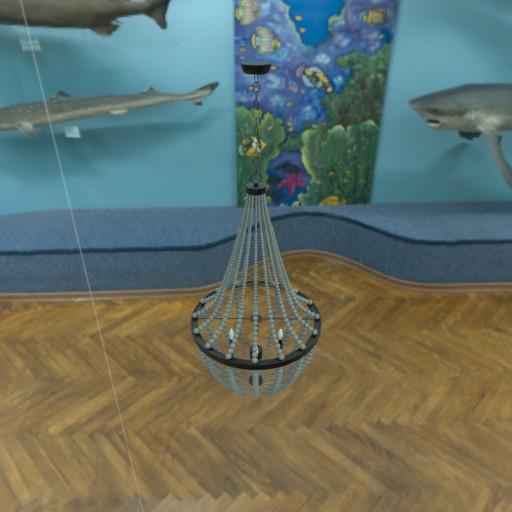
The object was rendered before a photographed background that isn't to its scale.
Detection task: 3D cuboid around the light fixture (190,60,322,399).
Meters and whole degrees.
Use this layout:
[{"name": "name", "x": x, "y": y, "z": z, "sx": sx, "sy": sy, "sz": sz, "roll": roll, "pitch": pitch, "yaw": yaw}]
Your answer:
[{"name": "light fixture", "x": 0.000, "y": 0.000, "z": 1.404, "sx": 0.450, "sy": 1.133, "sz": 0.450, "roll": 0, "pitch": 31, "yaw": 0}]
